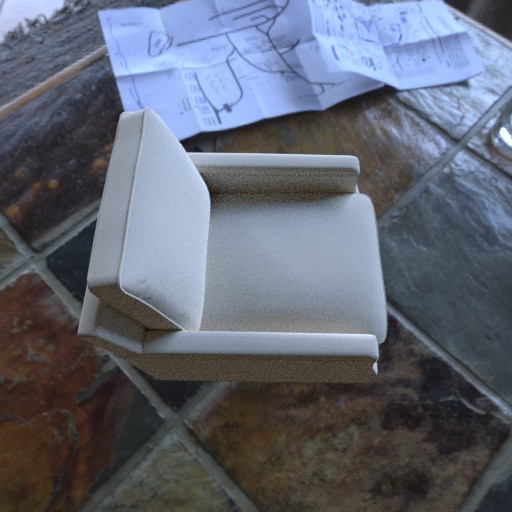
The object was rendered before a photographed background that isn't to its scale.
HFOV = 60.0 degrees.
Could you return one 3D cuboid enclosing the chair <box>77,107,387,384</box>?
[{"bbox_3d":[0.000,0.000,1.737,1.014,0.943,0.853,1,64,0],"label":"chair"}]
